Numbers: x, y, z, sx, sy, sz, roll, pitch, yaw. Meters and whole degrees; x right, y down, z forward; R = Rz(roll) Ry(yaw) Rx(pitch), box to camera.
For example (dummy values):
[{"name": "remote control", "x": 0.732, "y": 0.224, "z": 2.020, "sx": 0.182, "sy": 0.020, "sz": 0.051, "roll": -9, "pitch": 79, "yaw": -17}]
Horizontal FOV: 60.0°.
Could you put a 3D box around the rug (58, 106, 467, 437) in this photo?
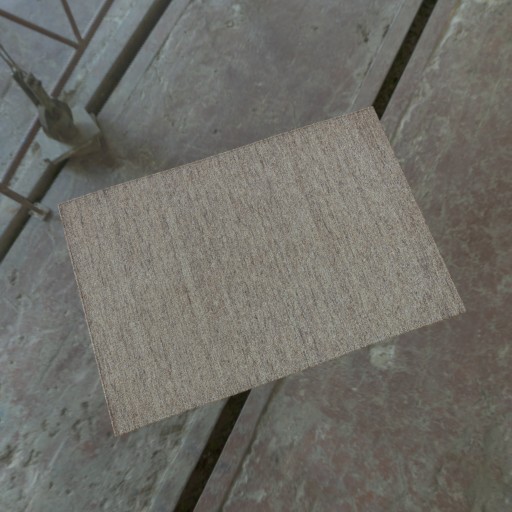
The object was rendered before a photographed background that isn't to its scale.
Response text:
[{"name": "rug", "x": 0.000, "y": 0.000, "z": 2.880, "sx": 2.283, "sy": 0.013, "sz": 1.547, "roll": -18, "pitch": 77, "yaw": -5}]
